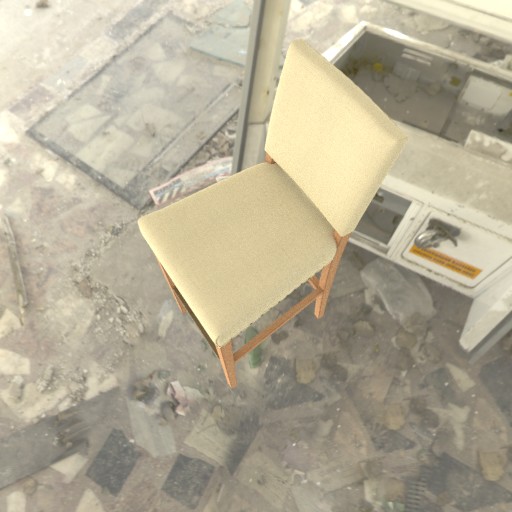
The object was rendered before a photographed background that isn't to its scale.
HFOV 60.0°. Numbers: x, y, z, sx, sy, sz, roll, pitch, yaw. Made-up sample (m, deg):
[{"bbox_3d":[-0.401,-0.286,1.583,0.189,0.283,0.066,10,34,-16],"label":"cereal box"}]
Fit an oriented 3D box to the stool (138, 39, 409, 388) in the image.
[{"bbox_3d":[0.000,0.000,1.425,0.546,1.143,0.428,-32,68,-14],"label":"stool"}]
